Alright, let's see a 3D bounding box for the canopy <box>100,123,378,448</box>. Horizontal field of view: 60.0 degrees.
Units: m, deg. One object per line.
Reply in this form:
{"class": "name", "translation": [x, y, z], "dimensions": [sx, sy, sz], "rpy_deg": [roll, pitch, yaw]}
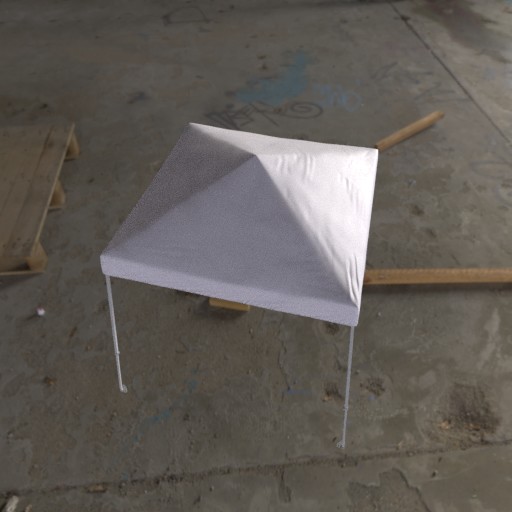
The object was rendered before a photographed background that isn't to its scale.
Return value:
{"class": "canopy", "translation": [0.000, 0.000, 5.277], "dimensions": [2.849, 2.850, 2.850], "rpy_deg": [11, 49, 10]}
